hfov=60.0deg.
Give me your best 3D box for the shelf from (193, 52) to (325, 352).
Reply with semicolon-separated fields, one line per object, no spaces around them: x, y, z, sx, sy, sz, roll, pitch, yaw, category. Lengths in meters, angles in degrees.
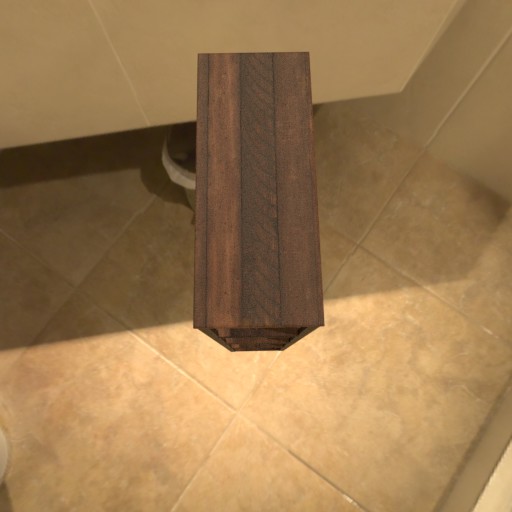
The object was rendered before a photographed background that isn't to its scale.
0.000;0.000;2.217;0.359;1.860;0.874;-1;76;0;shelf
